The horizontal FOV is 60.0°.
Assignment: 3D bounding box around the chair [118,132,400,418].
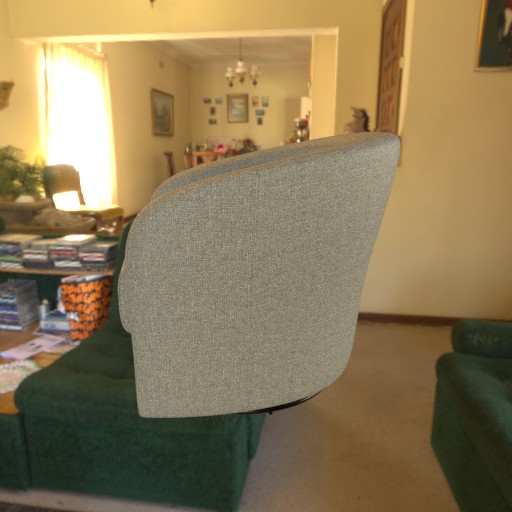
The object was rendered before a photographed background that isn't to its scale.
[{"bbox_3d":[0.000,0.000,1.427,0.815,0.771,0.791,-2,14,-8],"label":"chair"}]
